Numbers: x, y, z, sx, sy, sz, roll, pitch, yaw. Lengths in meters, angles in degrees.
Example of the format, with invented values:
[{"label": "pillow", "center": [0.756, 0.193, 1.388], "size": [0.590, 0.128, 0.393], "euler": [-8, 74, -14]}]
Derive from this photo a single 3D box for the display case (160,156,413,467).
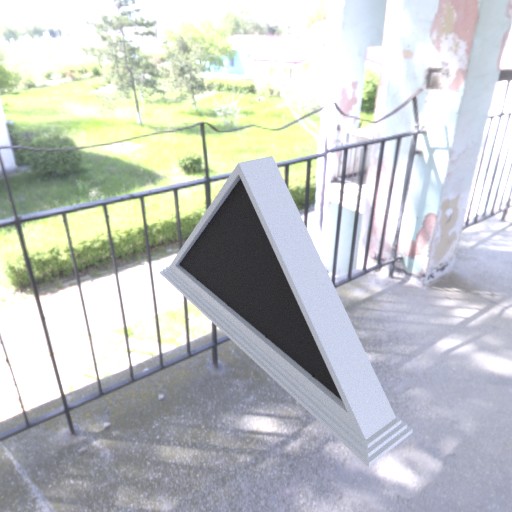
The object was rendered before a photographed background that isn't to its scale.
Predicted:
[{"label": "display case", "center": [0.000, 0.000, 0.769], "size": [0.095, 0.340, 0.640], "euler": [-19, 34, -32]}]
